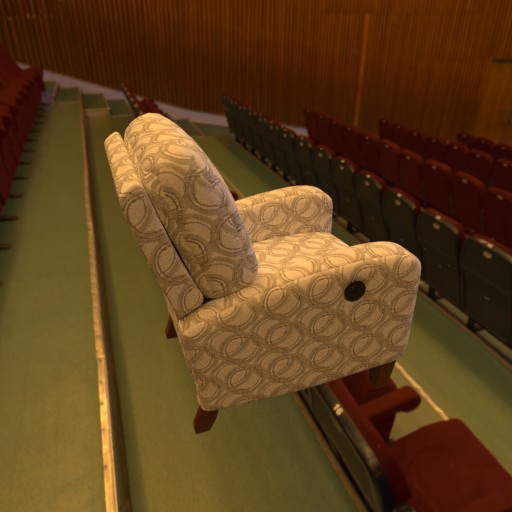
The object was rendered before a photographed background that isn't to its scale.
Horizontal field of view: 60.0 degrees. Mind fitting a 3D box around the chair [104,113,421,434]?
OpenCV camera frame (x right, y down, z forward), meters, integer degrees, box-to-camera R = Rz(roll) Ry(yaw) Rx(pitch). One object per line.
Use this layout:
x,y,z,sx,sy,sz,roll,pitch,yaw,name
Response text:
0.000,0.000,1.772,0.995,1.065,0.796,-10,30,-18,chair
